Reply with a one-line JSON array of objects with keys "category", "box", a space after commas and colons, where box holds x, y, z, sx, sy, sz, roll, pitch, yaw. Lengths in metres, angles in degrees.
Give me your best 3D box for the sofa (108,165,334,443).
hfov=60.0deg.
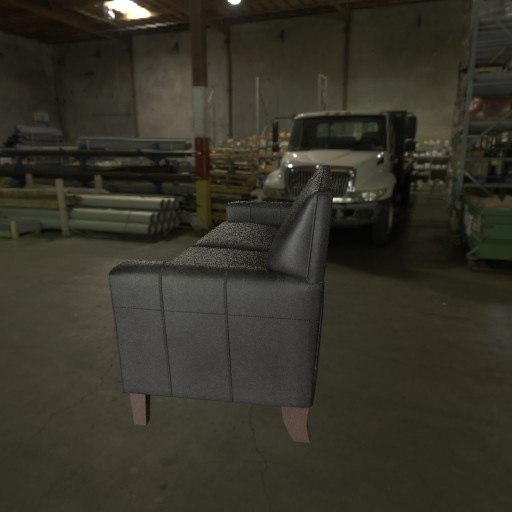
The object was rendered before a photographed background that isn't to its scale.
[{"category": "sofa", "box": [0.000, 0.000, 2.509, 0.805, 0.947, 2.053, 2, 14, 9]}]
